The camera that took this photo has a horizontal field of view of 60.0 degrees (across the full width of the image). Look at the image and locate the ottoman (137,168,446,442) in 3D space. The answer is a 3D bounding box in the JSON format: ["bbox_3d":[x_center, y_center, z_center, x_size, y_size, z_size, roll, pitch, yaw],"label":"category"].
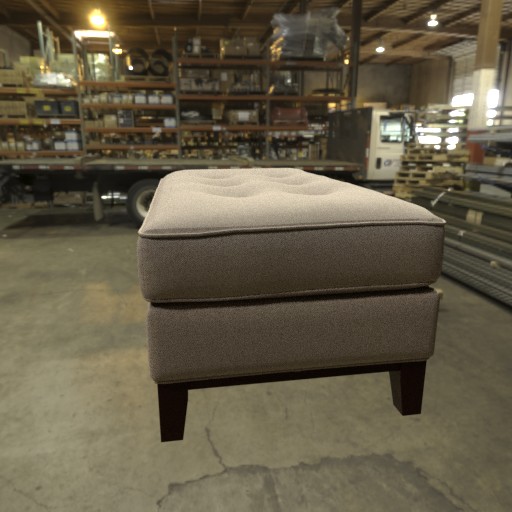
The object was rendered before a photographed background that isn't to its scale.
[{"bbox_3d":[0.000,0.000,1.448,0.648,0.508,1.143,-3,15,-9],"label":"ottoman"}]
